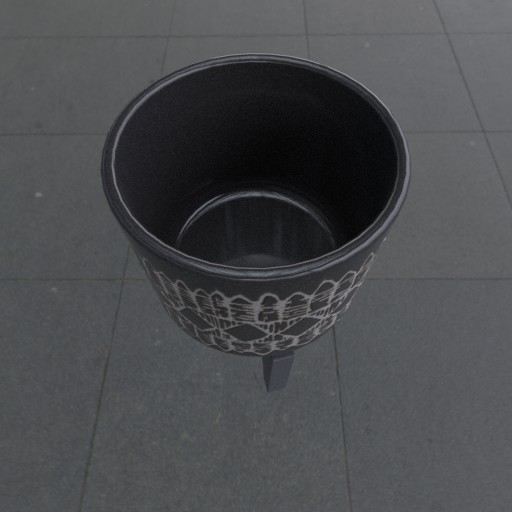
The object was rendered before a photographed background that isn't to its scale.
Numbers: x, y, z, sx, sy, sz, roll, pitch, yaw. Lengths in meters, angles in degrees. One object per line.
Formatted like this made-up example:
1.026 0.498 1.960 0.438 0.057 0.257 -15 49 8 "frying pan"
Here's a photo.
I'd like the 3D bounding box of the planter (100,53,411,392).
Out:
0.000 0.000 0.261 0.129 0.177 0.129 0 58 0 "planter"
